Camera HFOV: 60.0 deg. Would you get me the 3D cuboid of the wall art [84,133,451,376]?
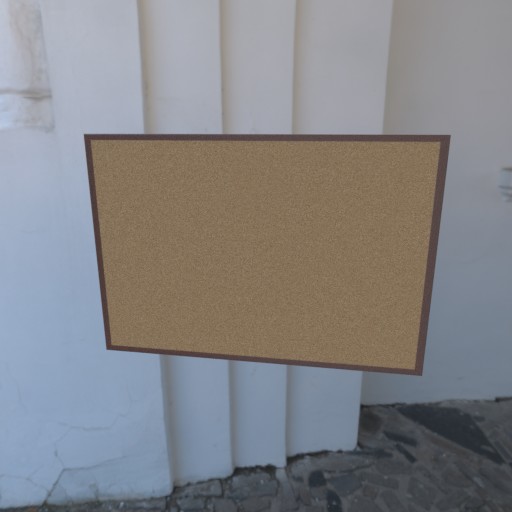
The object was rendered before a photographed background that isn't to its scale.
[{"bbox_3d":[0.000,0.000,0.859,0.660,0.455,0.014,3,17,9],"label":"wall art"}]
